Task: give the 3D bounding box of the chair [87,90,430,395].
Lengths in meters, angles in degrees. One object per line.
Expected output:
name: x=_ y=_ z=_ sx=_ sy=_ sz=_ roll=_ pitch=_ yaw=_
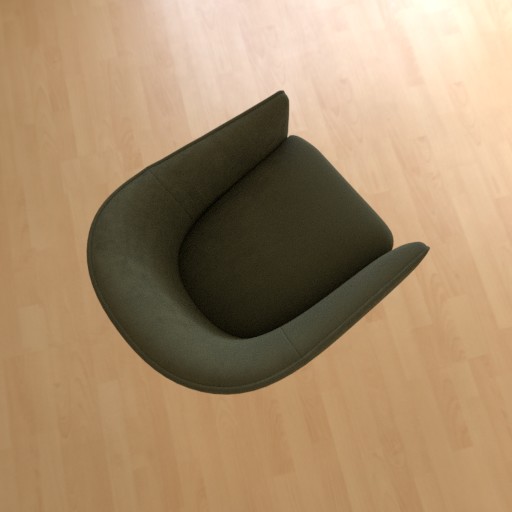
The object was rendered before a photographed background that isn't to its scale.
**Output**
chair: x=0.000 y=0.000 z=1.509 sx=0.875 sy=0.799 sz=0.747 roll=-38 pitch=80 yaw=-8
